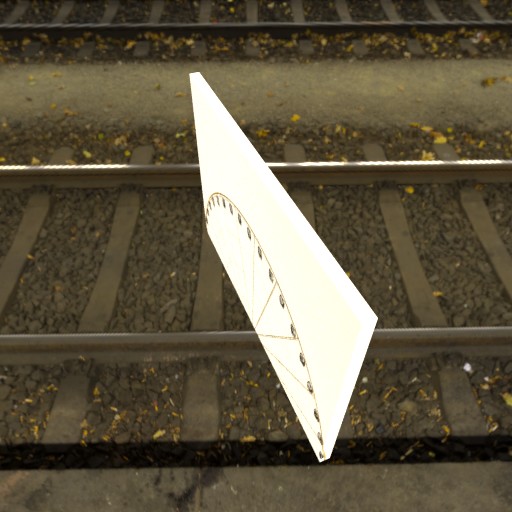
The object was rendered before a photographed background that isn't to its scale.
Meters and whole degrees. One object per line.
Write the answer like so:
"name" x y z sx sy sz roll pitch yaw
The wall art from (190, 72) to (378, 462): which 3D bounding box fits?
"wall art" 0.000 0.000 1.489 0.038 0.767 1.144 -17 49 -15
